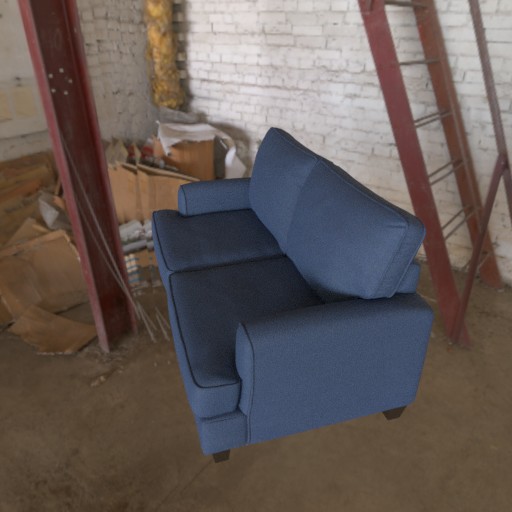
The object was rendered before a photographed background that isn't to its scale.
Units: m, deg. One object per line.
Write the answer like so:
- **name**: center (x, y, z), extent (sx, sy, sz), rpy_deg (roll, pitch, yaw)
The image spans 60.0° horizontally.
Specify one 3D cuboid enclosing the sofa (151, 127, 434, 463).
- **sofa**: center (0.000, 0.000, 2.274), extent (0.965, 0.965, 1.651), rpy_deg (-8, 30, -15)
